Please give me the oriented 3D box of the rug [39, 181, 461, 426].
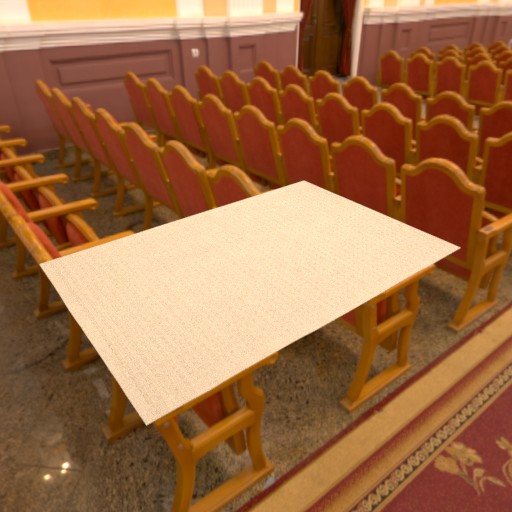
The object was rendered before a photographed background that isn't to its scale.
[{"bbox_3d":[0.000,0.000,2.880,2.289,0.006,1.523,-22,38,-32],"label":"rug"}]
